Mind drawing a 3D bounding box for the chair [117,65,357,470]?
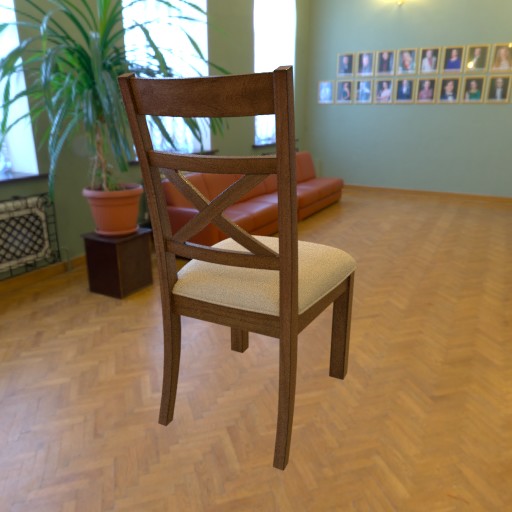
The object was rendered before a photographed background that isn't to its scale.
[{"bbox_3d":[0.000,0.000,1.267,0.461,0.949,0.581,9,20,26],"label":"chair"}]
